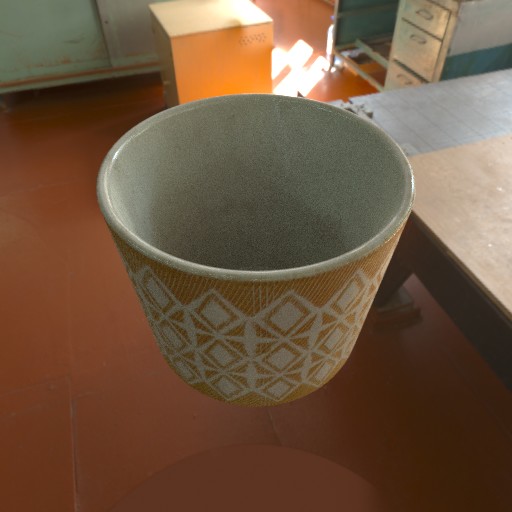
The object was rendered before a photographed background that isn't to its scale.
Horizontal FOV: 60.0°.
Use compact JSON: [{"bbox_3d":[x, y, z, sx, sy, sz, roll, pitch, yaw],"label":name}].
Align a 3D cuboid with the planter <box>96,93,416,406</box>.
[{"bbox_3d":[0.000,0.000,0.333,0.193,0.165,0.193,0,45,0],"label":"planter"}]
